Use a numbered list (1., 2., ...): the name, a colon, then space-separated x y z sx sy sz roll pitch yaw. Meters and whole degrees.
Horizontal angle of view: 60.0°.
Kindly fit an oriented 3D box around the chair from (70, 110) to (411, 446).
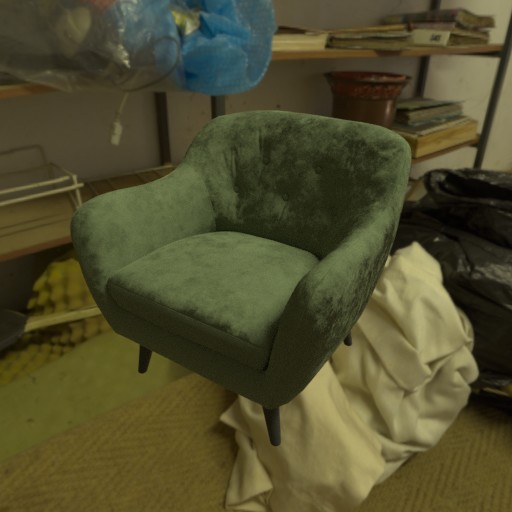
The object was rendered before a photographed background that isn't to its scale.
1. chair: 0.000 0.000 1.477 0.840 0.804 0.819 17 32 29
